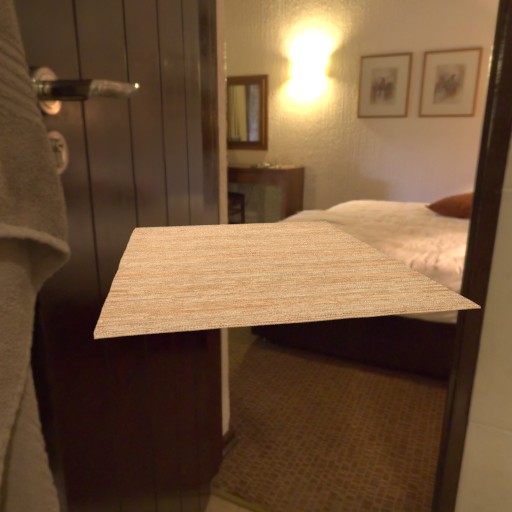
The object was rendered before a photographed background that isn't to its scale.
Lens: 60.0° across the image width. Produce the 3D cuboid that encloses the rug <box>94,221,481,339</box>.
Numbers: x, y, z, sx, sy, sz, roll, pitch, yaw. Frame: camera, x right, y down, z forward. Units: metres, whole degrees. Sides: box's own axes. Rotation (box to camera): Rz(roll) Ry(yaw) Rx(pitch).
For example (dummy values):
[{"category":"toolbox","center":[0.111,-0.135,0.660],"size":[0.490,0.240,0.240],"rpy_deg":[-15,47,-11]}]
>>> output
[{"category":"rug","center":[0.000,0.000,3.903],"size":[2.313,0.009,2.939],"rpy_deg":[-3,15,-10]}]
